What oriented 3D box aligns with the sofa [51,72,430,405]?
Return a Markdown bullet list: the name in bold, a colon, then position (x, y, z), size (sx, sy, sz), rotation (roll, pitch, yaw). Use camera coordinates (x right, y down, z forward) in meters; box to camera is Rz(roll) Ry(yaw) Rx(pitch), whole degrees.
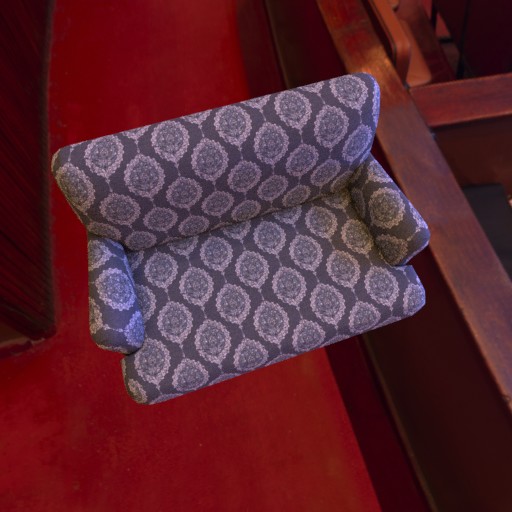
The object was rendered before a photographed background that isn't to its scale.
- **sofa**: position (0.000, 0.000, 1.754), size (1.297, 0.867, 0.779), rotation (-17, 65, -8)
